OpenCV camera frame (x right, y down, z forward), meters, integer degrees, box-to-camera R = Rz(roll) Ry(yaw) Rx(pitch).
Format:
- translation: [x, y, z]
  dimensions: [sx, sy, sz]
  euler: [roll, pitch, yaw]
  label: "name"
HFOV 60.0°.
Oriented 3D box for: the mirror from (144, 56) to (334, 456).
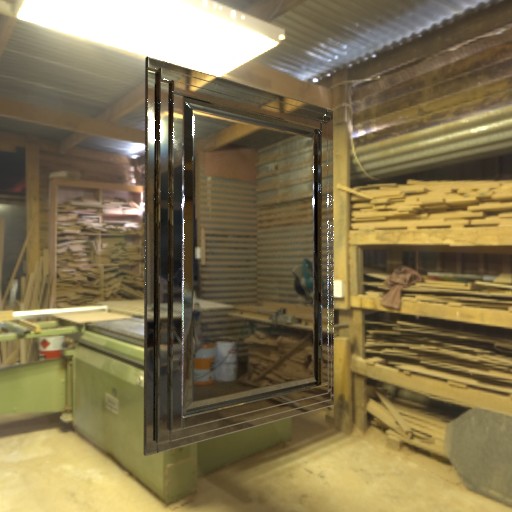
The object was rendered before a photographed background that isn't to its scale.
- translation: [0.000, 0.000, 1.186]
  dimensions: [0.613, 0.914, 0.039]
  euler: [1, -1, -37]
  label: "mirror"
